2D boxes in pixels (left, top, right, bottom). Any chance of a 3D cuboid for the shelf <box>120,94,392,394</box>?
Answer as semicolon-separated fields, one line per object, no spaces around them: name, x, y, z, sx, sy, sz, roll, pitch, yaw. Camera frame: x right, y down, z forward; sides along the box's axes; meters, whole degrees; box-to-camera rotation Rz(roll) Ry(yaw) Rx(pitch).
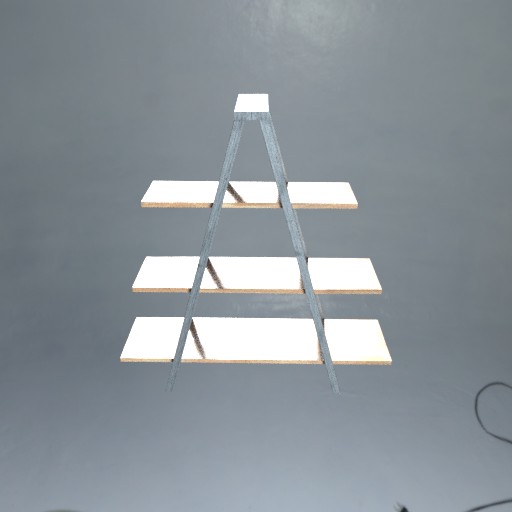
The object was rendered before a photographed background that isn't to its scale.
shelf;0.000;0.000;2.700;1.746;1.808;0.508;1;30;1
